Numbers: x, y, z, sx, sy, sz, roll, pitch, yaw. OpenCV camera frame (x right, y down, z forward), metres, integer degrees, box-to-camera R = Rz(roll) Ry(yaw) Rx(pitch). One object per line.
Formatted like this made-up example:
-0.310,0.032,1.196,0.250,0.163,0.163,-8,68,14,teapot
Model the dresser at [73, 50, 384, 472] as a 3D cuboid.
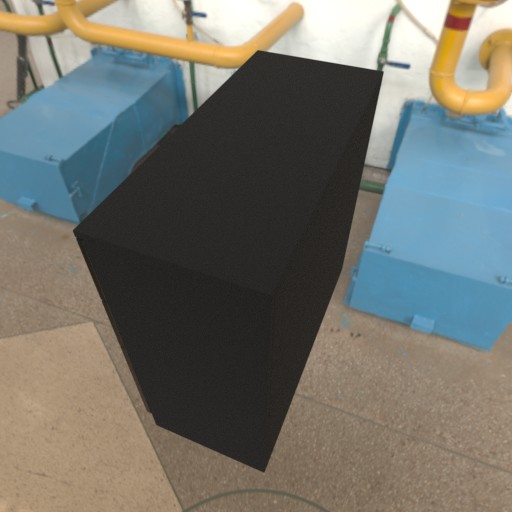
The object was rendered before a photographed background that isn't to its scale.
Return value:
0.000,0.000,1.146,0.360,0.720,0.750,17,49,15,dresser
